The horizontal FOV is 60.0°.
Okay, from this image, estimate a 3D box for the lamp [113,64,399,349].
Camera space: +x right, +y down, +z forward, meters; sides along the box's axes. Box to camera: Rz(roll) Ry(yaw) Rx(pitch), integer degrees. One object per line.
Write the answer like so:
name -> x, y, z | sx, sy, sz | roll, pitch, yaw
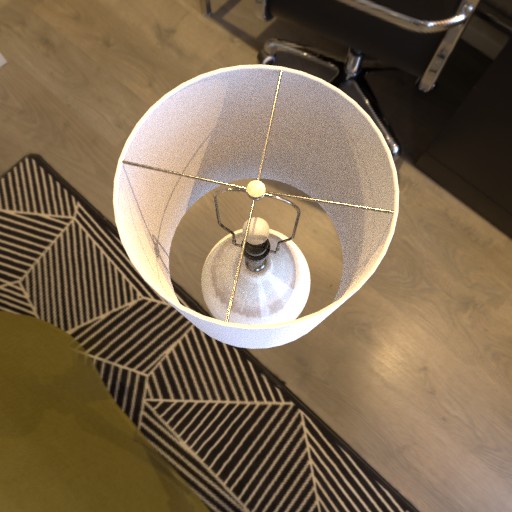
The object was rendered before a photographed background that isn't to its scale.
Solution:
lamp -> 0.000, 0.000, 0.531 | 0.217, 0.404, 0.217 | 11, 75, 3
